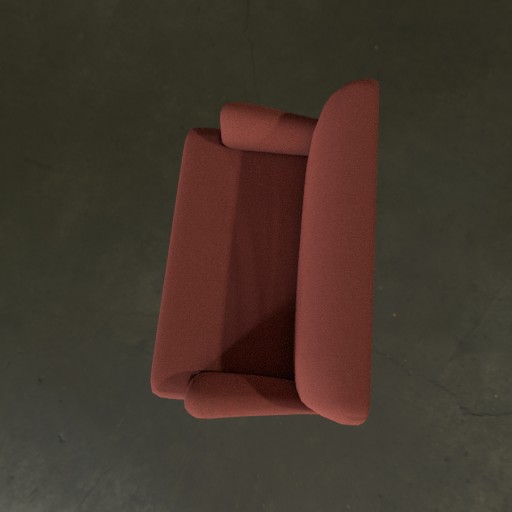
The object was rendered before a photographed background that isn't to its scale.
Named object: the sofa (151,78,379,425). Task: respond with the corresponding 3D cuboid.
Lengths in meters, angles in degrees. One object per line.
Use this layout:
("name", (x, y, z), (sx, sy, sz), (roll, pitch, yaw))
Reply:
("sofa", (0.000, 0.000, 1.859), (0.779, 0.889, 1.297), (5, 76, 1))
